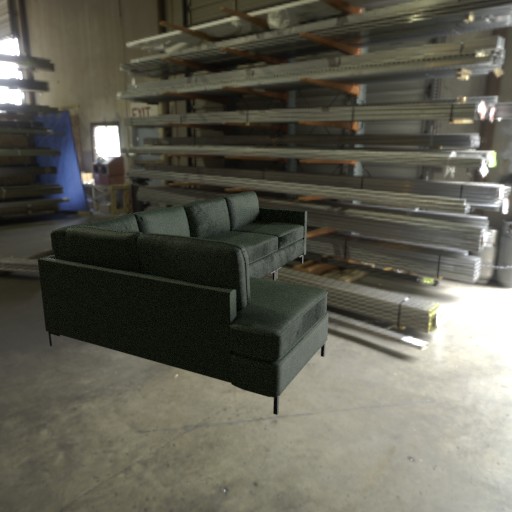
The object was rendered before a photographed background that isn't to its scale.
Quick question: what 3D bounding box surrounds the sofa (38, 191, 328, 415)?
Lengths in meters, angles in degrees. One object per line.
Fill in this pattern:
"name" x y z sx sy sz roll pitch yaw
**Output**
"sofa" 0.000 0.000 4.394 2.048 0.996 3.384 7 16 27
